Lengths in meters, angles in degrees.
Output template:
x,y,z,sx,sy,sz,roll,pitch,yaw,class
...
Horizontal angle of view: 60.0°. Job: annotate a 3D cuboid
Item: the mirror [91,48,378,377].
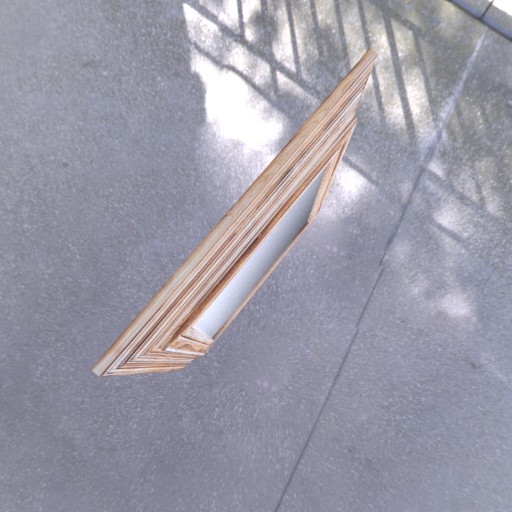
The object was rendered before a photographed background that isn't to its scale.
x,y,z,sx,sy,sz,roll,pitch,yaw,class
0.000,0.000,1.202,0.061,0.804,0.804,38,79,9,mirror
